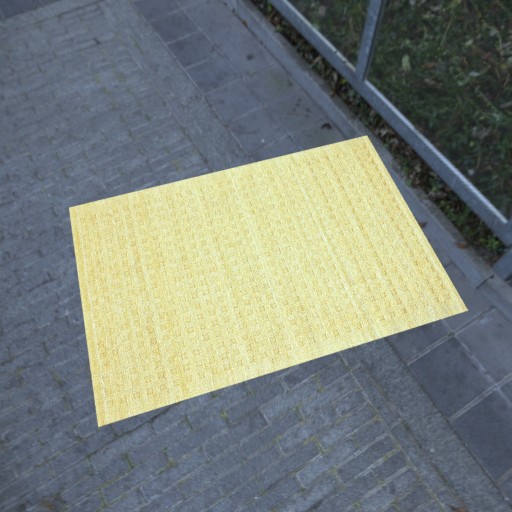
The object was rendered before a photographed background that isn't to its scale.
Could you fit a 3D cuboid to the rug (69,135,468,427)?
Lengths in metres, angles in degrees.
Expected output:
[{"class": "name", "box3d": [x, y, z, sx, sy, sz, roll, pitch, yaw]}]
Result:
[{"class": "rug", "box3d": [0.000, 0.000, 2.942, 2.286, 0.006, 1.524, -15, 62, -8]}]
